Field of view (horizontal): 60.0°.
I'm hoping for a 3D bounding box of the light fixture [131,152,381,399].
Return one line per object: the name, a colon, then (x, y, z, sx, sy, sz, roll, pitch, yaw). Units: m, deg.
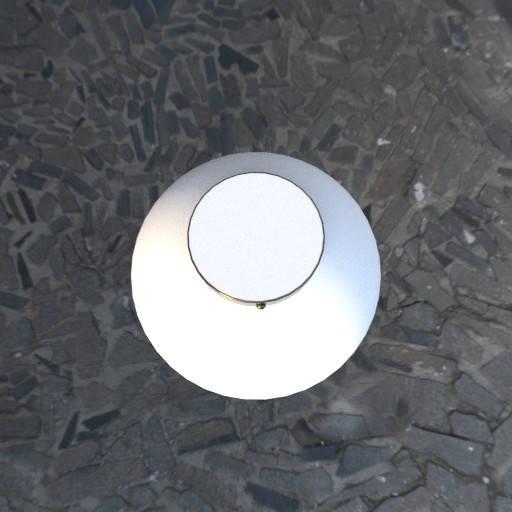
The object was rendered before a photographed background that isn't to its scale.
light fixture: (0.000, 0.000, 0.561, 0.355, 0.177, 0.355, 0, 75, 0)
